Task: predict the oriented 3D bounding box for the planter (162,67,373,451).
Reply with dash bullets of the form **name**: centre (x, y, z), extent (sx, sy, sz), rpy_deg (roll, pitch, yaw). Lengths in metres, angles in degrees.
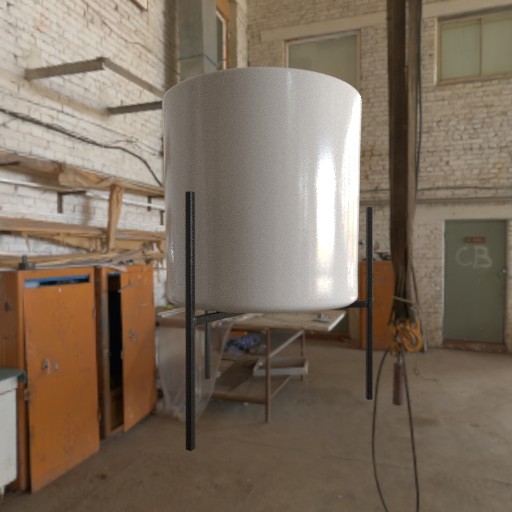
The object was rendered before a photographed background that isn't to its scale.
- **planter**: centre (0.000, 0.000, 0.650), extent (0.307, 0.431, 0.308), rpy_deg (0, 1, -35)
